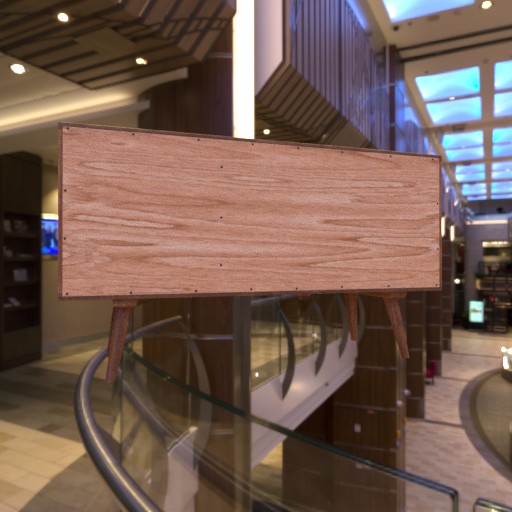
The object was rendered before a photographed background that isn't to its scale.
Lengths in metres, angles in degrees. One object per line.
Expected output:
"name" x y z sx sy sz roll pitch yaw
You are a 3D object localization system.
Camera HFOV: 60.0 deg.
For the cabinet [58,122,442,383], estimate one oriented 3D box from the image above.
"cabinet" 0.000 0.000 1.765 1.400 0.800 0.472 0 0 -18
